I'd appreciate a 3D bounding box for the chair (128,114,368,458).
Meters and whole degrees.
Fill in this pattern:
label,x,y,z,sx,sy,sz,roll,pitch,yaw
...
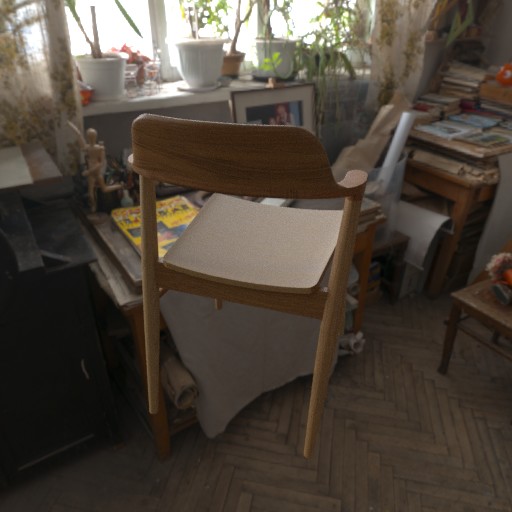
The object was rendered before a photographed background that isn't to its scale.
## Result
label,x,y,z,sx,sy,sz,roll,pitch,yaw
chair,0.000,0.000,1.139,0.512,0.792,0.499,9,32,15
